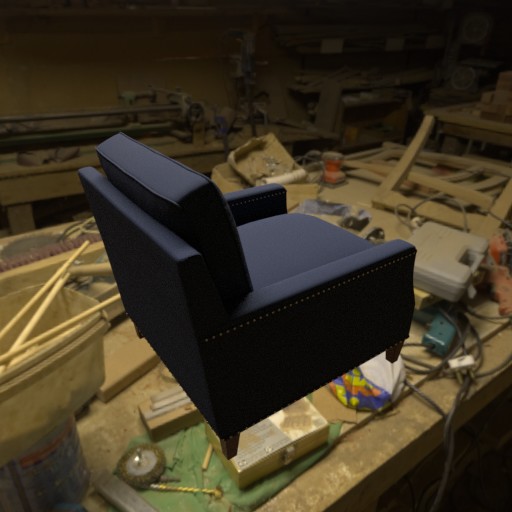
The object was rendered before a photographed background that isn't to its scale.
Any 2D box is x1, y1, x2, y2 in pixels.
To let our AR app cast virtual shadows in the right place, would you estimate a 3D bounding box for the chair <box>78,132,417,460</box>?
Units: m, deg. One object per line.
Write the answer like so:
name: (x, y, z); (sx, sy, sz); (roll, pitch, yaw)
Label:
chair: (0.000, 0.000, 1.726); (1.014, 0.943, 0.853); (-18, 33, -30)
